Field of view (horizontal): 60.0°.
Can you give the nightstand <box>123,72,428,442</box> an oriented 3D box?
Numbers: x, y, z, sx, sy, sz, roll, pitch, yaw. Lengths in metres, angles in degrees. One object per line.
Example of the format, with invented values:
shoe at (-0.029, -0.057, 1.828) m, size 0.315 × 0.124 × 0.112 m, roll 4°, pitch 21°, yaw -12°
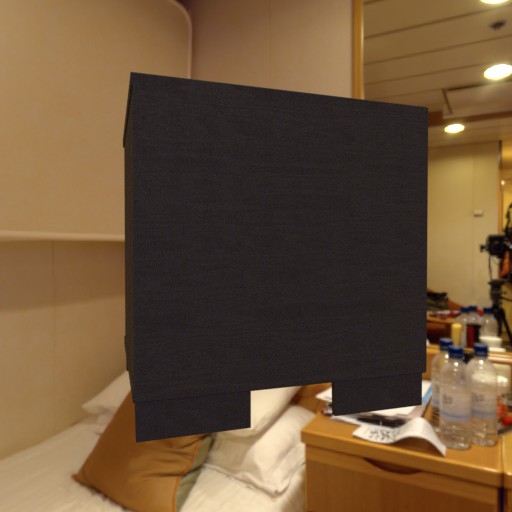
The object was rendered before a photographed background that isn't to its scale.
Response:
nightstand at (0.000, 0.000, 0.761) m, size 0.427 × 0.448 × 0.347 m, roll 0°, pitch 1°, yaw -18°
